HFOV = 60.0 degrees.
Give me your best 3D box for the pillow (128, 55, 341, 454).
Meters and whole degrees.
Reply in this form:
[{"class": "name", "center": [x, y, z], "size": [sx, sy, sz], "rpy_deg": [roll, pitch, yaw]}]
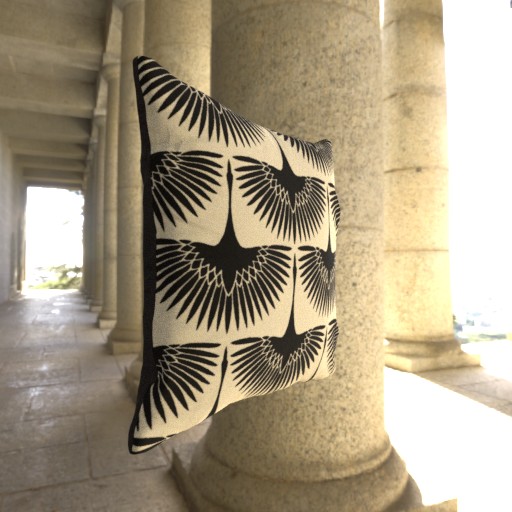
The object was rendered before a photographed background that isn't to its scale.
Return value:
[{"class": "pillow", "center": [0.000, 0.000, 0.644], "size": [0.139, 0.432, 0.432], "rpy_deg": [-1, -1, 38]}]
